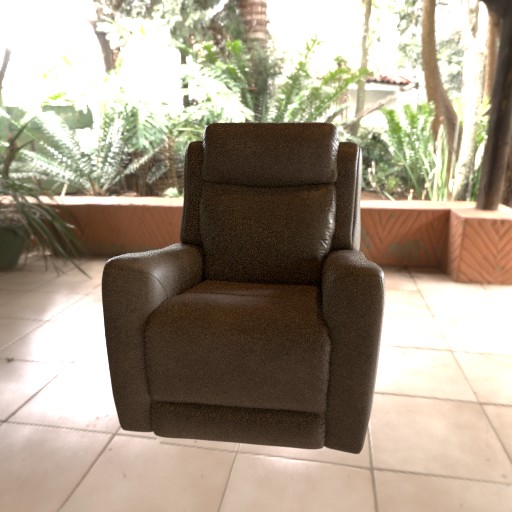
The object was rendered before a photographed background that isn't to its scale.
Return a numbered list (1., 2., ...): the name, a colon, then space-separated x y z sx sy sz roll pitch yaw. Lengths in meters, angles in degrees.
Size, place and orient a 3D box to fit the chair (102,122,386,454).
1. chair: 0.000 0.000 1.891 0.967 1.116 1.068 2 15 9
